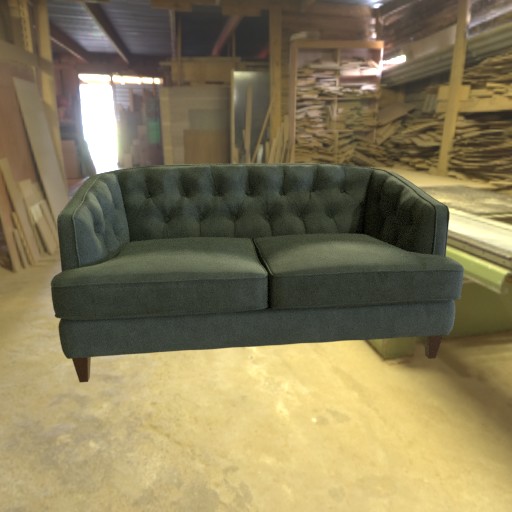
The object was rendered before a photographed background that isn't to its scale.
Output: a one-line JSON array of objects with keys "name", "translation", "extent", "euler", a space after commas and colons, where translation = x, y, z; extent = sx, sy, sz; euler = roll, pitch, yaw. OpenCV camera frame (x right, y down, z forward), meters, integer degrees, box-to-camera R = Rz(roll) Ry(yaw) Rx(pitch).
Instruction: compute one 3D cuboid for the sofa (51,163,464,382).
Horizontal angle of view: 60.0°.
[{"name": "sofa", "translation": [0.000, 0.000, 2.228], "extent": [1.733, 0.855, 0.941], "euler": [-2, 16, -7]}]
